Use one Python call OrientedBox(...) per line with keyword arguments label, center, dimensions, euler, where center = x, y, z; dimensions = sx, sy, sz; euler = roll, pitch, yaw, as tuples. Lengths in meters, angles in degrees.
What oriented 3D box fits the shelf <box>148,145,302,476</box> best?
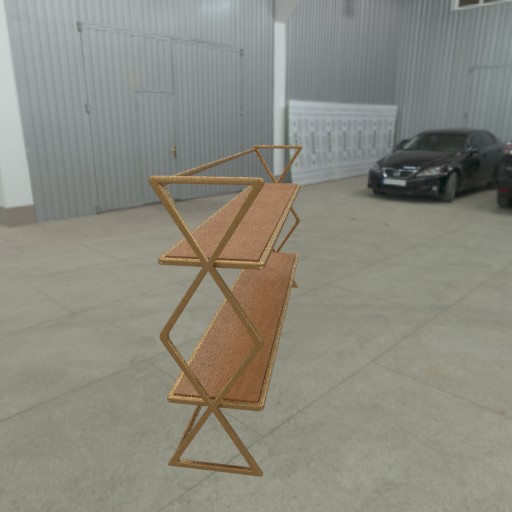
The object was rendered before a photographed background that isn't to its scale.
OrientedBox(label="shelf", center=(0.000, 0.000, 1.008), dimensions=(0.150, 0.450, 0.822), euler=(3, 17, 9))
